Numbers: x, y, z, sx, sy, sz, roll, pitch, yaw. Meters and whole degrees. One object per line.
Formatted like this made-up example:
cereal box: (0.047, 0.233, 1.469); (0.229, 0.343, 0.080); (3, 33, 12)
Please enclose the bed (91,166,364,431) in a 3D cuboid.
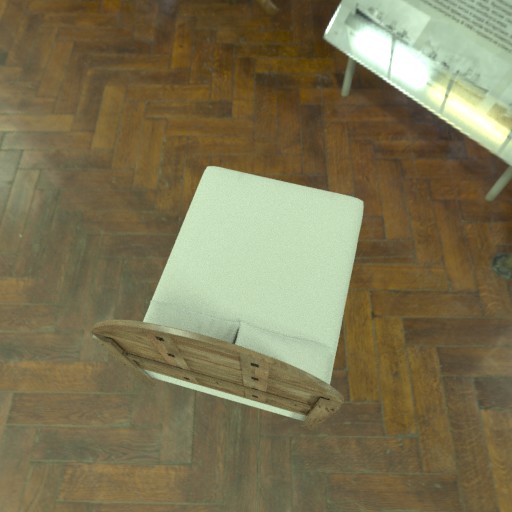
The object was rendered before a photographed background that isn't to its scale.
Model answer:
bed: (0.000, 0.000, 3.571); (1.713, 2.002, 2.112); (14, 64, 7)
